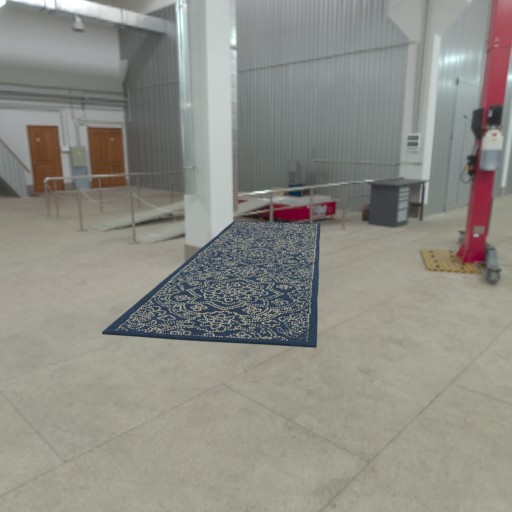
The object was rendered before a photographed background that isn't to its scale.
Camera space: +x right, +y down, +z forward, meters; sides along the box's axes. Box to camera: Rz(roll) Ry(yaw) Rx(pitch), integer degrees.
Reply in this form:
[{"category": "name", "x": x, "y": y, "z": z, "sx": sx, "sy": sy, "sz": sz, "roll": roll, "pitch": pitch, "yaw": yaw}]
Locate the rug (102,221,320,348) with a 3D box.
[{"category": "rug", "x": 0.000, "y": 0.000, "z": 2.702, "sx": 0.769, "sy": 0.012, "sz": 2.448, "roll": 2, "pitch": 14, "yaw": 8}]
